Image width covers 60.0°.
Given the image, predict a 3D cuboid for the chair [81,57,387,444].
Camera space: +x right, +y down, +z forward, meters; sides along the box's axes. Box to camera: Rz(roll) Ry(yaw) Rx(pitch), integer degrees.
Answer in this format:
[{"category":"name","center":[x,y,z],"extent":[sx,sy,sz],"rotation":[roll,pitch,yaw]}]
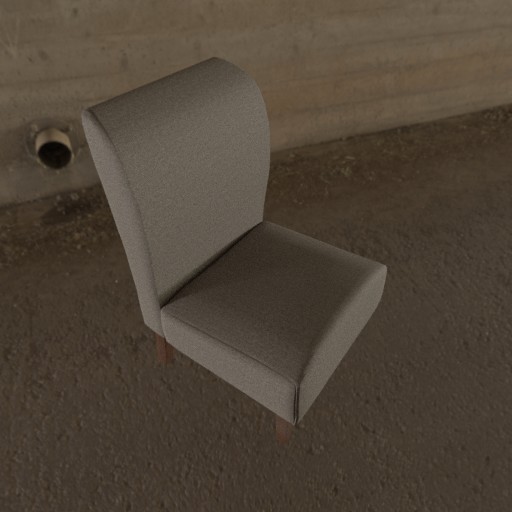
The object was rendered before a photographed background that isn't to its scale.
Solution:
[{"category":"chair","center":[0.000,0.000,1.171],"extent":[0.592,0.804,0.513],"rotation":[24,46,25]}]
